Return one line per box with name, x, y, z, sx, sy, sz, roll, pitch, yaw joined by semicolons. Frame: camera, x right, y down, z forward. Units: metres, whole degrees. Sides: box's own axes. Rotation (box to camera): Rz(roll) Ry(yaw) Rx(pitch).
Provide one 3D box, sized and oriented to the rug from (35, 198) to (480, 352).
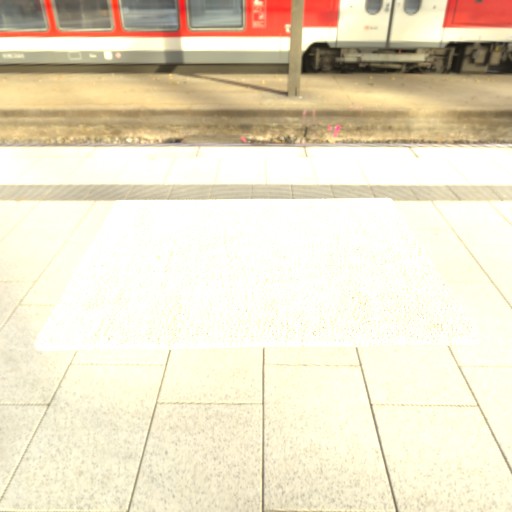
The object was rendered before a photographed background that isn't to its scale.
rug;0.000;0.000;2.075;1.600;0.027;1.200;-1;32;-1
